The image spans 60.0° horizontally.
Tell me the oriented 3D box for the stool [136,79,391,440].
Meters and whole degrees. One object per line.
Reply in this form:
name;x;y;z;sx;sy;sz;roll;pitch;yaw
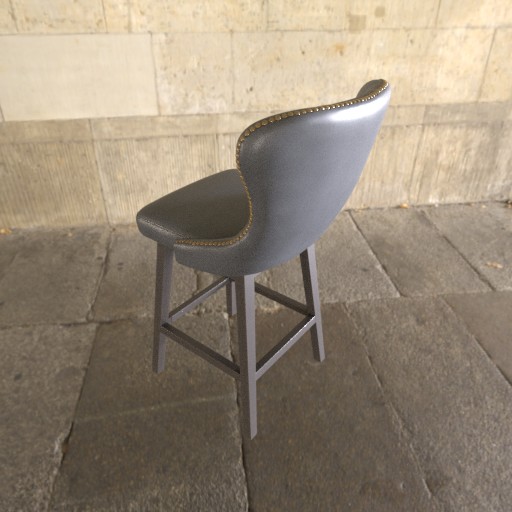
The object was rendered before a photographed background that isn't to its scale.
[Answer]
stool;0.000;0.000;1.281;0.593;0.971;0.528;23;39;32
